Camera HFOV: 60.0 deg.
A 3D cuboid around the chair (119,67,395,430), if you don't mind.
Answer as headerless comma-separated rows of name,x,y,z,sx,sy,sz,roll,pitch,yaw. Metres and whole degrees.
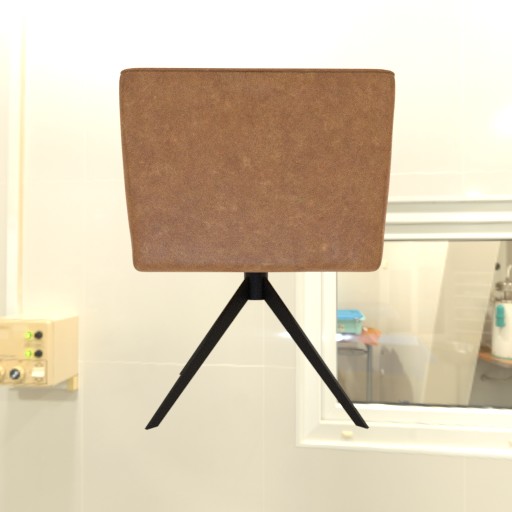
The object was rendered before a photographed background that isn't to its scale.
chair,0.000,0.000,1.210,0.588,0.760,0.625,0,-1,-1
